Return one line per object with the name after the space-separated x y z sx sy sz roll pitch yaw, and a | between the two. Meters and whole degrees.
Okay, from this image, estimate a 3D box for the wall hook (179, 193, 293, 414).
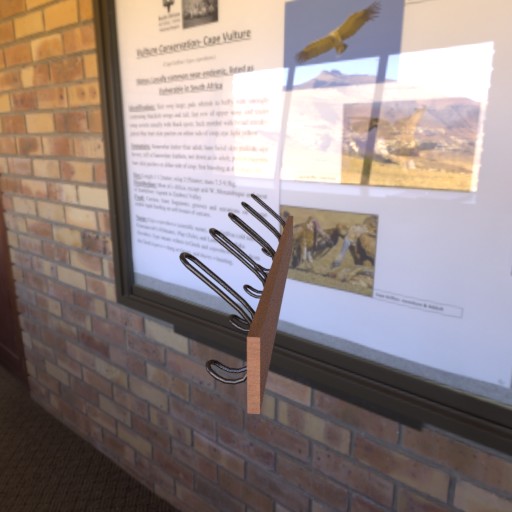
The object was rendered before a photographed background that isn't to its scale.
0.000 0.000 0.600 0.076 0.116 0.554 2 15 7 | wall hook
